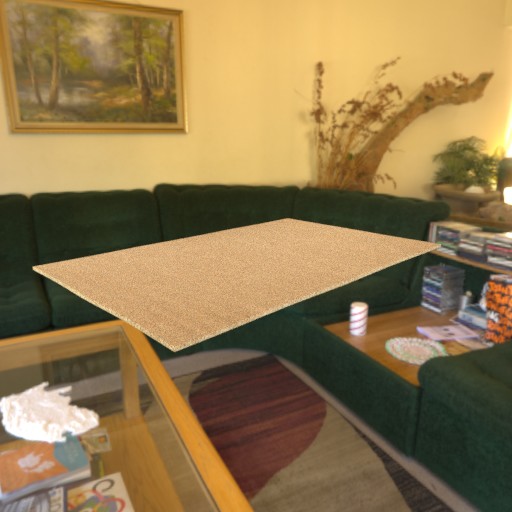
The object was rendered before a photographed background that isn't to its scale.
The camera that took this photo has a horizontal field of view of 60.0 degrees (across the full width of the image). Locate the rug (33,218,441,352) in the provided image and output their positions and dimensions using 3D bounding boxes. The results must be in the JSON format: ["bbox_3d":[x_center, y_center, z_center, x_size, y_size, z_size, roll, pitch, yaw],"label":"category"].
[{"bbox_3d":[0.000,0.000,2.984,2.346,0.025,1.500,-14,21,-43],"label":"rug"}]
